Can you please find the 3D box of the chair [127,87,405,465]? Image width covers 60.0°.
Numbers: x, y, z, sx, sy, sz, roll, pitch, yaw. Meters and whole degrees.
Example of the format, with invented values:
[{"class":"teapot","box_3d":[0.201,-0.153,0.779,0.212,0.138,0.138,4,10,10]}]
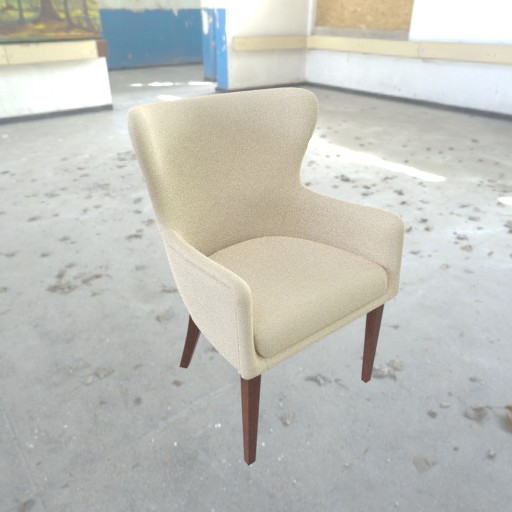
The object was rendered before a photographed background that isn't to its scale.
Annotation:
[{"class":"chair","box_3d":[0.000,0.000,1.510,0.696,0.990,0.744,-21,35,-33]}]
